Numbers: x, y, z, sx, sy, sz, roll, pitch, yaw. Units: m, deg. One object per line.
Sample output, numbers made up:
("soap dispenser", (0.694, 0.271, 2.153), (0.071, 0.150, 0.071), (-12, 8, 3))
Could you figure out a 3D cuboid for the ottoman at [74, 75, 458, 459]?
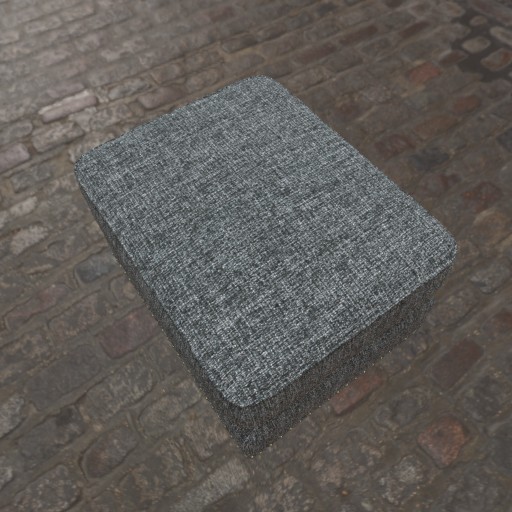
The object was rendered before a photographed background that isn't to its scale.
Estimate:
("ottoman", (0.000, 0.000, 1.131), (0.589, 0.537, 0.738), (-32, 64, -18))
